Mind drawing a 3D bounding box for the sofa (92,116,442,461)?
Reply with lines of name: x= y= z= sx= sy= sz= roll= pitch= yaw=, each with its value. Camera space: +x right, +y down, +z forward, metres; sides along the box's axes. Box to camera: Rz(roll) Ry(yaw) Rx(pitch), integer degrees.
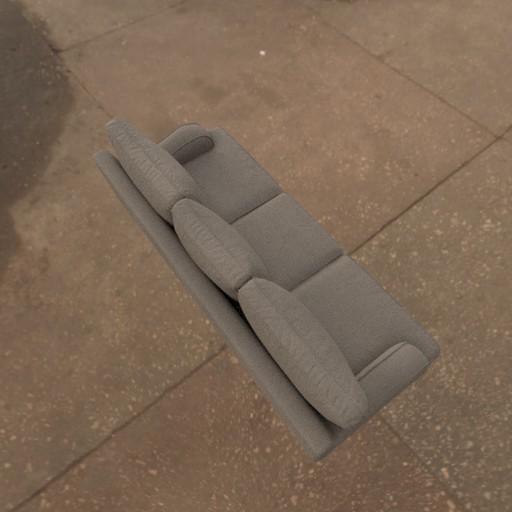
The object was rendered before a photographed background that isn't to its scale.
sofa: x=0.000 y=0.000 z=2.839 sx=1.016 sy=0.991 sz=2.323 roll=-33 pitch=64 yaw=-18
